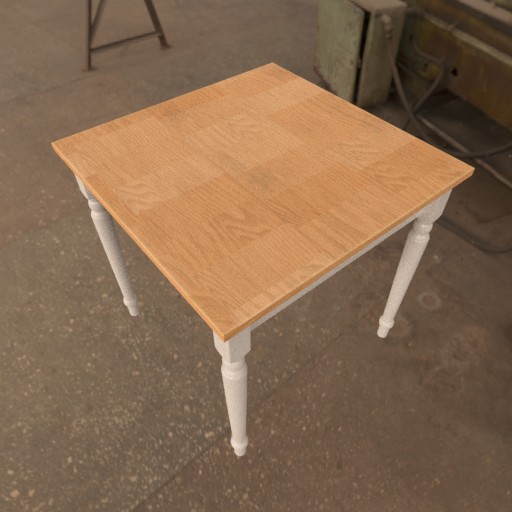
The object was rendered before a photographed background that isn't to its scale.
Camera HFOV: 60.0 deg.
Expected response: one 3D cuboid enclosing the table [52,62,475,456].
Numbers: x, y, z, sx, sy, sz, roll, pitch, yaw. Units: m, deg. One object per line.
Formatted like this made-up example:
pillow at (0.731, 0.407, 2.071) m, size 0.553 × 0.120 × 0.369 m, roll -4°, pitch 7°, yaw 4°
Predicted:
table at (0.000, 0.000, 1.370) m, size 0.747 × 0.738 × 0.747 m, roll -31°, pitch 54°, yaw -25°
